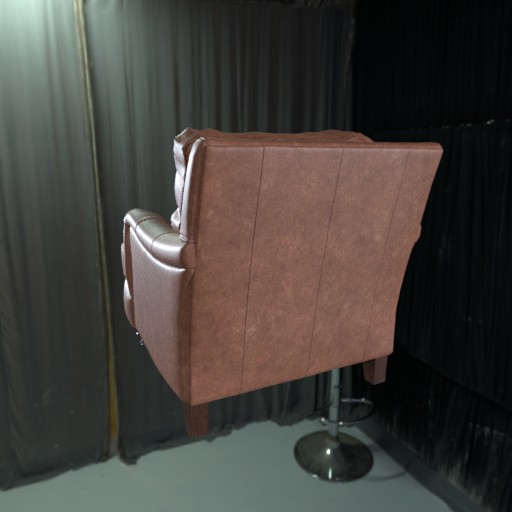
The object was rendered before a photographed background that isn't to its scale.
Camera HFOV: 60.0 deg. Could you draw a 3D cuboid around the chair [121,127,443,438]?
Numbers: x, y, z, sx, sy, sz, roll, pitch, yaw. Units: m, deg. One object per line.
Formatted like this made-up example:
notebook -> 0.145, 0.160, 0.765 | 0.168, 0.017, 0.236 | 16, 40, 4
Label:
chair -> 0.000, 0.000, 1.926 | 0.986, 1.055, 1.158 | -6, 14, -26
